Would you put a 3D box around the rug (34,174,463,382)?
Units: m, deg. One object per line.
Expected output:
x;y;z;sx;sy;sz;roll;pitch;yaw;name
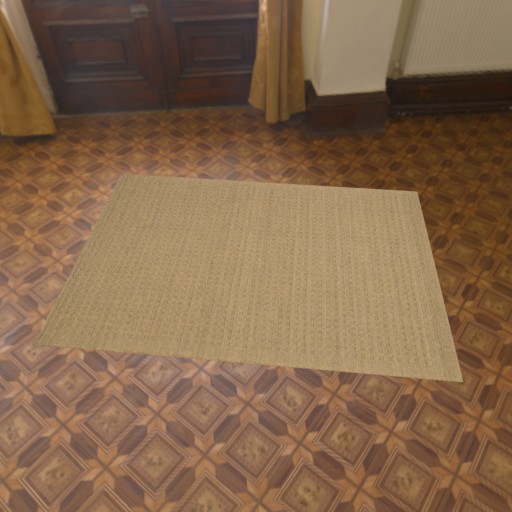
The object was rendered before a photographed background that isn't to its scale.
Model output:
0.000;0.000;3.648;2.895;0.006;1.981;4;47;4;rug
